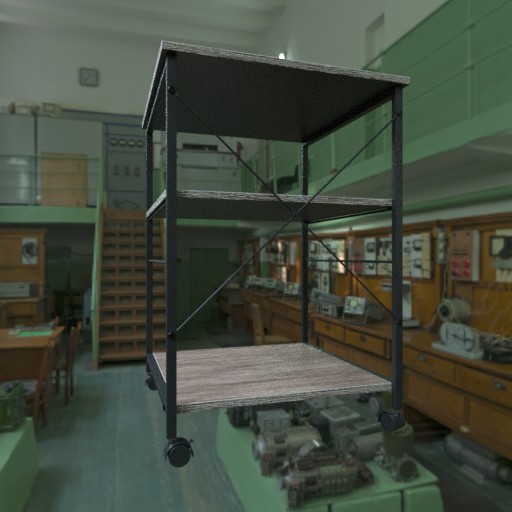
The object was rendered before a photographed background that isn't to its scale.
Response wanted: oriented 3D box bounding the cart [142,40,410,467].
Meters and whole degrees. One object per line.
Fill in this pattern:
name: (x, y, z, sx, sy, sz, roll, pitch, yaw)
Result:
cart: (0.000, 0.000, 1.111, 0.521, 0.762, 0.520, 0, 0, -18)
